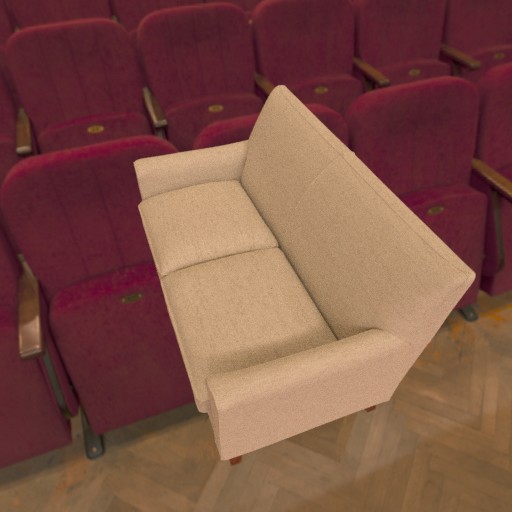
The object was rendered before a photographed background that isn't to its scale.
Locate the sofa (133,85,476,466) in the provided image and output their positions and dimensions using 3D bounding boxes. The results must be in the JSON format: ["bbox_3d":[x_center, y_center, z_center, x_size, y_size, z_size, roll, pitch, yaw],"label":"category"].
[{"bbox_3d":[0.000,0.000,2.032,0.891,0.892,1.482,-15,46,-15],"label":"sofa"}]
